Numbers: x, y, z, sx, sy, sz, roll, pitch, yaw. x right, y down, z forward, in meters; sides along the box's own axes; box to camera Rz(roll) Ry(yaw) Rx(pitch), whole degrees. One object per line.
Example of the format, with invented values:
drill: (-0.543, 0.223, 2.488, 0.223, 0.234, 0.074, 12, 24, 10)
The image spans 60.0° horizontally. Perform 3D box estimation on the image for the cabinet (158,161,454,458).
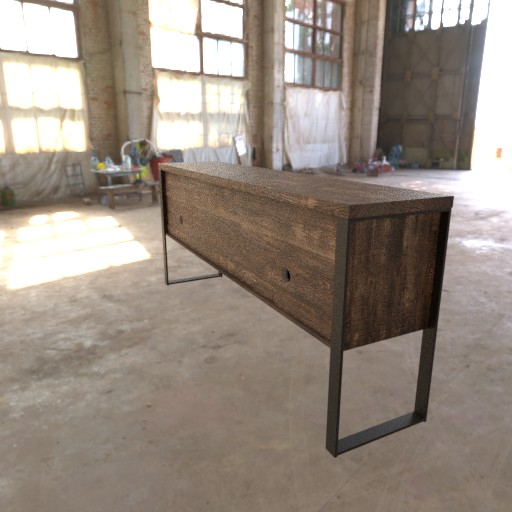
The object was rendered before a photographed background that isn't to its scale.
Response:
cabinet: (0.000, 0.000, 2.080, 0.395, 0.762, 1.800, -8, 17, -26)
